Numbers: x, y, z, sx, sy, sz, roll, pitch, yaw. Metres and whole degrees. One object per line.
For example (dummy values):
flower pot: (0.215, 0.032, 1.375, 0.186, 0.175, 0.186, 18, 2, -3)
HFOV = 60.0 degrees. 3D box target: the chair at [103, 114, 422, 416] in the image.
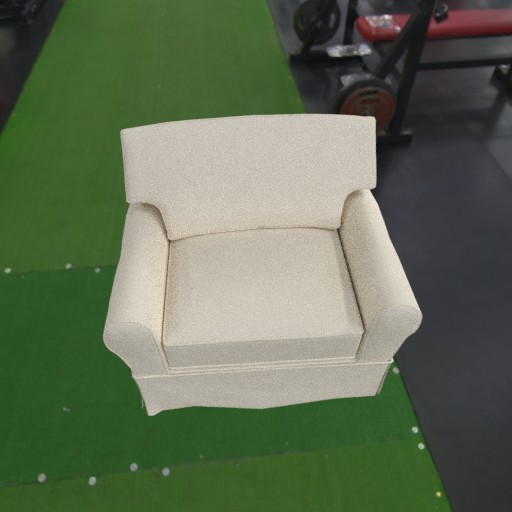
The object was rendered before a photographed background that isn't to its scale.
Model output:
chair: (0.000, 0.000, 1.822, 1.099, 0.958, 0.904, -3, 48, -3)
